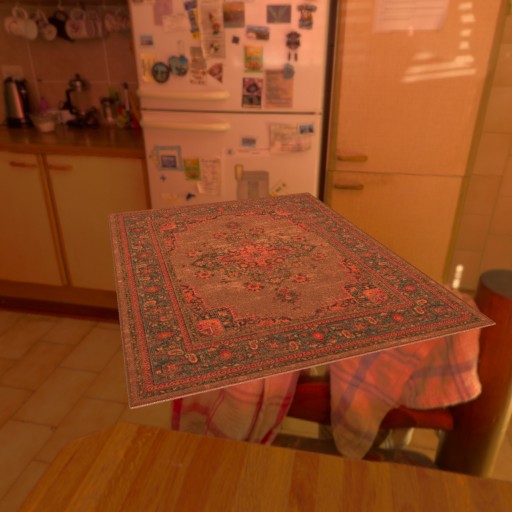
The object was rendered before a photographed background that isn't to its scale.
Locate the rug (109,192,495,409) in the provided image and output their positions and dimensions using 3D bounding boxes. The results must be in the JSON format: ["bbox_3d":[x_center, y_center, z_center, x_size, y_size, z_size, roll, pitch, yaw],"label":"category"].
[{"bbox_3d":[0.000,0.000,3.976,2.434,0.013,3.057,-8,27,-17],"label":"rug"}]
